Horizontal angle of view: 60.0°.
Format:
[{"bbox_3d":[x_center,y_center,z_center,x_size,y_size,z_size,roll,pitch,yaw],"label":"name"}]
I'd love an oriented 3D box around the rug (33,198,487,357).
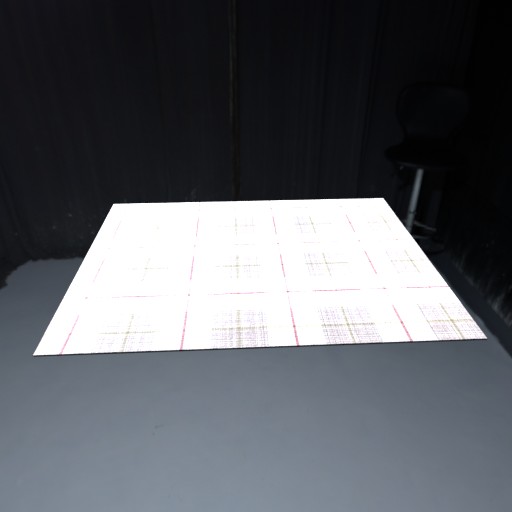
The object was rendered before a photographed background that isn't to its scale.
[{"bbox_3d":[0.000,0.000,3.876,2.959,0.016,2.317,-2,31,-3],"label":"rug"}]
